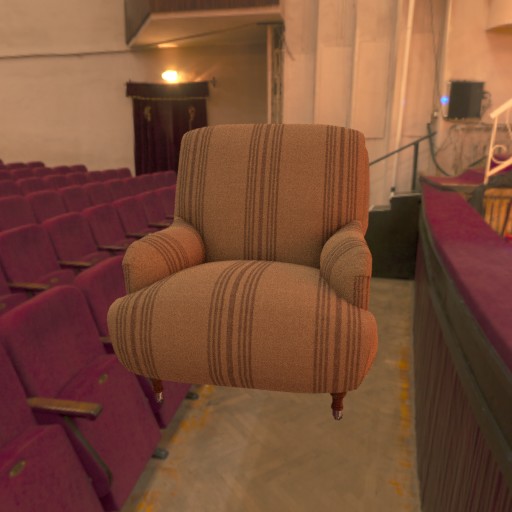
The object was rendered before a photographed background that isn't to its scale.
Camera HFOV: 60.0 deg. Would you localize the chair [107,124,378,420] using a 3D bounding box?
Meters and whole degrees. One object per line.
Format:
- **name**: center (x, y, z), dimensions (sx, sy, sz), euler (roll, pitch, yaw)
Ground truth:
- **chair**: center (0.000, 0.000, 1.593), dimensions (0.813, 0.940, 0.914), euler (2, 14, 9)
